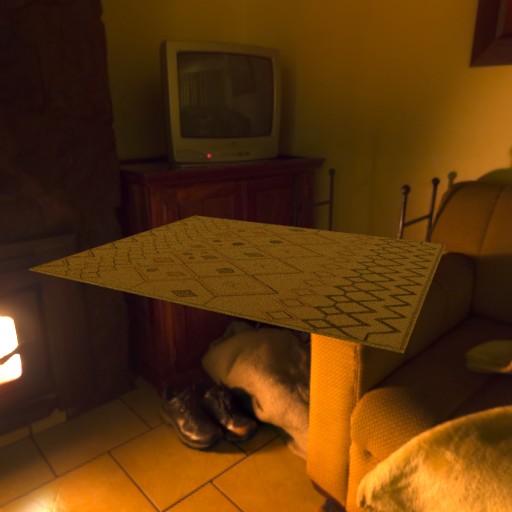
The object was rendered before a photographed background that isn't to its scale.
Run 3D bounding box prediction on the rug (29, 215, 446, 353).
[{"bbox_3d":[0.000,0.000,4.100,3.050,0.016,2.441,9,19,26],"label":"rug"}]
